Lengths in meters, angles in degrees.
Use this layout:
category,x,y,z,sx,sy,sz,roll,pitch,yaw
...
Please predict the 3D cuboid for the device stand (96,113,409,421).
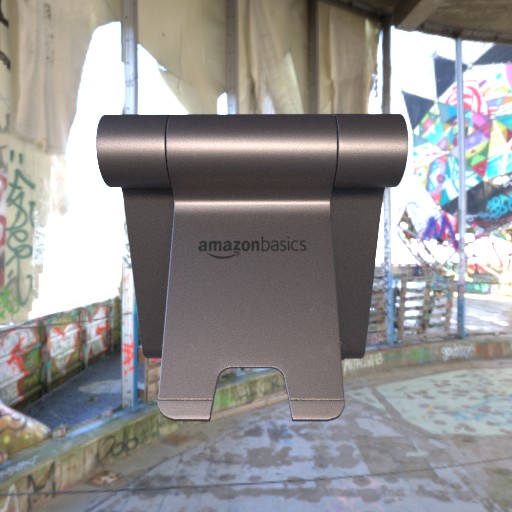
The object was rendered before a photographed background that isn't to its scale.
category,x,y,z,sx,sy,sz,roll,pitch,yaw
device stand,0.000,0.000,0.150,0.088,0.084,0.079,0,0,0
